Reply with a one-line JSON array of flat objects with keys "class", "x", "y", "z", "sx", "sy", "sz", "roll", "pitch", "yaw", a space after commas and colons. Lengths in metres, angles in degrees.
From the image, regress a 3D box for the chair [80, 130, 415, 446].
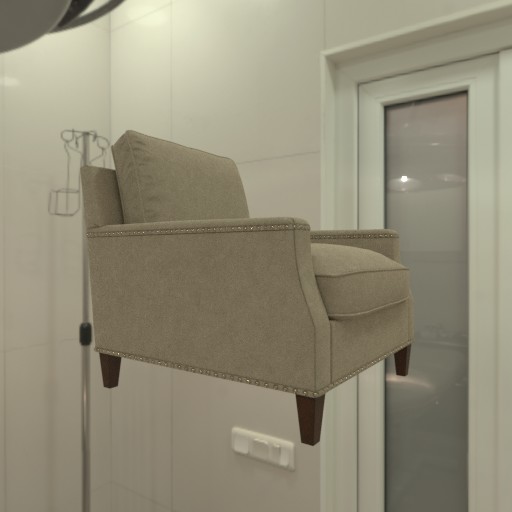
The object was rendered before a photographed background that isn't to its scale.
[{"class": "chair", "x": 0.000, "y": 0.000, "z": 1.695, "sx": 1.014, "sy": 0.943, "sz": 0.853, "roll": 0, "pitch": 1, "yaw": 35}]
